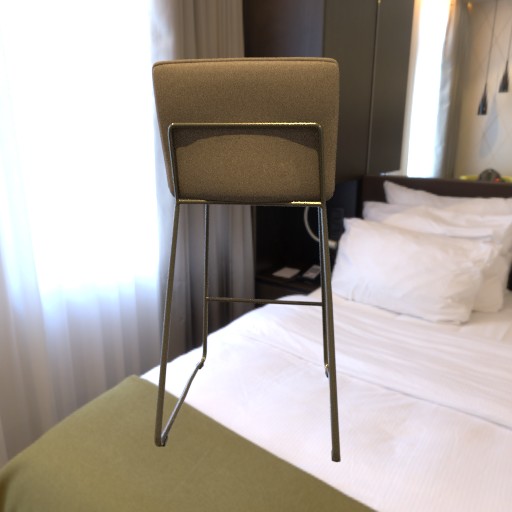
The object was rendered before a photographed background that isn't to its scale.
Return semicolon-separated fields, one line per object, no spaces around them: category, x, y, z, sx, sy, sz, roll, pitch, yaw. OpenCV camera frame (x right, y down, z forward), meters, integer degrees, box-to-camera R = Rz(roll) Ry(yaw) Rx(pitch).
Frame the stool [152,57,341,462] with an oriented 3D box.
stool;0.000;0.000;1.241;0.490;0.960;0.490;2;16;7
